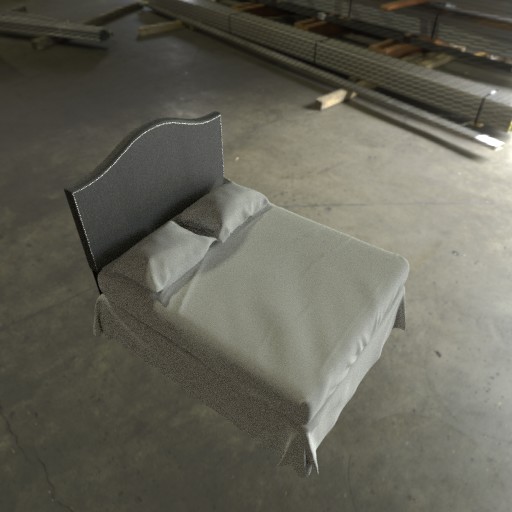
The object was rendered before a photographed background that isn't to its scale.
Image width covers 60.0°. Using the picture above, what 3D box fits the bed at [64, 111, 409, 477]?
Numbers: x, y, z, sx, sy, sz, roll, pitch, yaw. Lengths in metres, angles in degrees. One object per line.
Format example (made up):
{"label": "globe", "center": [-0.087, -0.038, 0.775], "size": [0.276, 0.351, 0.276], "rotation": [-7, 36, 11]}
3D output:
{"label": "bed", "center": [0.000, 0.000, 3.432], "size": [2.221, 1.645, 1.876], "rotation": [26, 47, 26]}
